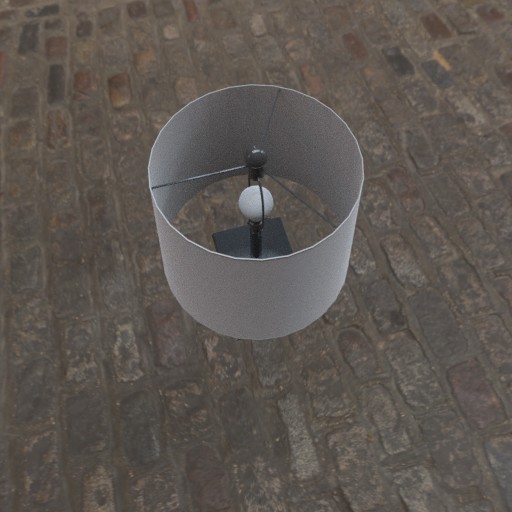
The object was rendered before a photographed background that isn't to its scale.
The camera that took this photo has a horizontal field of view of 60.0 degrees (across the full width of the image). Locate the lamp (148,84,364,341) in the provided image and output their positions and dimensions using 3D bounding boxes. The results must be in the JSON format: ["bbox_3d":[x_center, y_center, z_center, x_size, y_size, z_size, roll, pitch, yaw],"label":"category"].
[{"bbox_3d":[0.000,0.000,0.791,0.320,0.591,0.320,0,64,0],"label":"lamp"}]
